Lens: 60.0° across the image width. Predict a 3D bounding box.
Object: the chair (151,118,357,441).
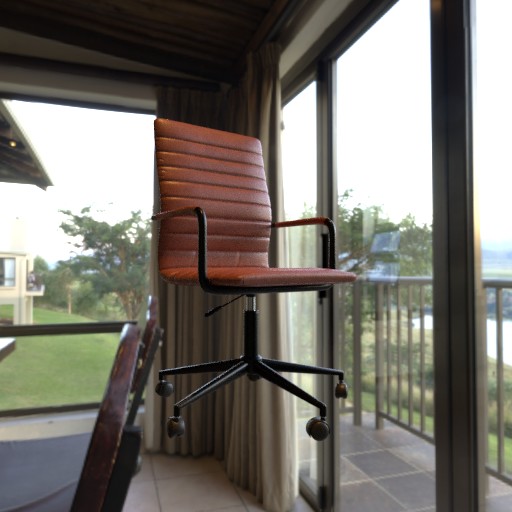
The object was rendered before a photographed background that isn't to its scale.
[{"bbox_3d":[0.000,0.000,1.282,0.600,0.878,0.578,1,-1,-36],"label":"chair"}]
